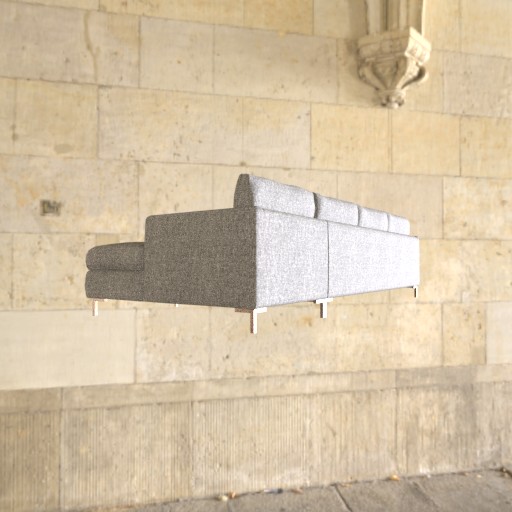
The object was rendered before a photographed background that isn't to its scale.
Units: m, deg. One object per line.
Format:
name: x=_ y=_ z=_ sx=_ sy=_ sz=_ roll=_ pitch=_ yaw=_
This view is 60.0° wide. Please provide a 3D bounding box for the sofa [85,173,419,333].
sofa: x=0.000 y=0.000 z=3.597 sx=1.879 sy=0.756 sz=2.737 roll=-1 pitch=-1 yaw=35
